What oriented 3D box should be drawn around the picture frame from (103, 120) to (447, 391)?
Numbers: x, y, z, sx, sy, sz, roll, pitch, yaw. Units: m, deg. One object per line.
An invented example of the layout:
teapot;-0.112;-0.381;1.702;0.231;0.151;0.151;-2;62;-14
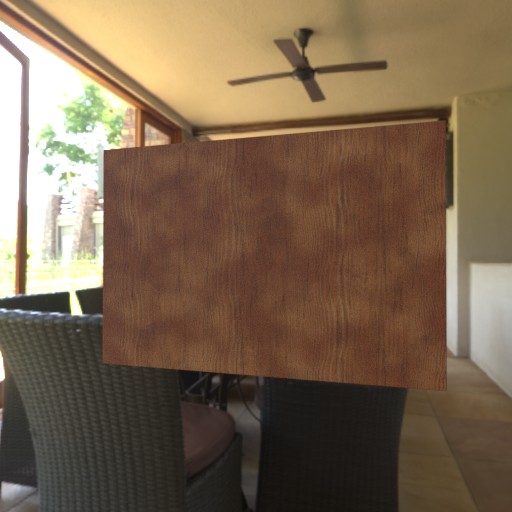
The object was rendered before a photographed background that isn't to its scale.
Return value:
picture frame;0.000;0.000;1.202;0.950;0.640;0.029;0;-1;17
